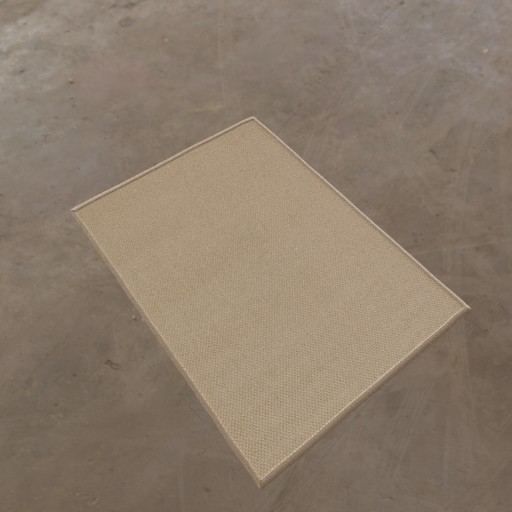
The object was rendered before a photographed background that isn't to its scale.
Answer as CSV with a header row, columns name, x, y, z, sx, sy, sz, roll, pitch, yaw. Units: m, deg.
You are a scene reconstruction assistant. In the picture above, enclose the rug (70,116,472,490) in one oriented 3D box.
name,x,y,z,sx,sy,sz,roll,pitch,yaw
rug,0.000,0.000,2.728,1.525,0.020,2.081,-33,63,-19
